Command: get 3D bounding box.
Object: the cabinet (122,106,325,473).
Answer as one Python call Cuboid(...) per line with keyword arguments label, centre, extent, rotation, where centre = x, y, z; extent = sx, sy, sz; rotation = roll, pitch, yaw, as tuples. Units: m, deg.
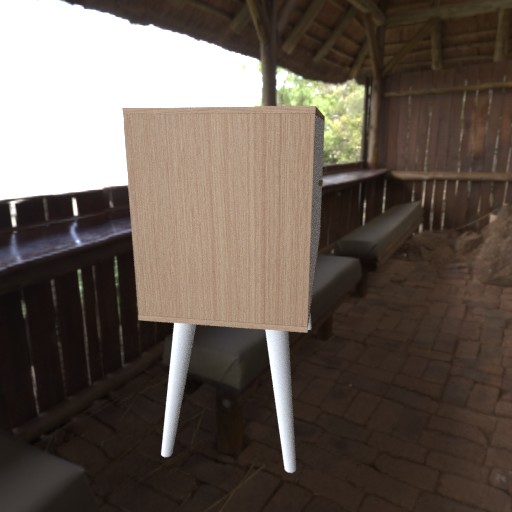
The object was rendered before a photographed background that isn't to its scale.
Cuboid(label="cabinet", centre=(0.000, 0.000, 1.657), extent=(0.470, 1.016, 1.057), rotation=(3, 16, 9))
